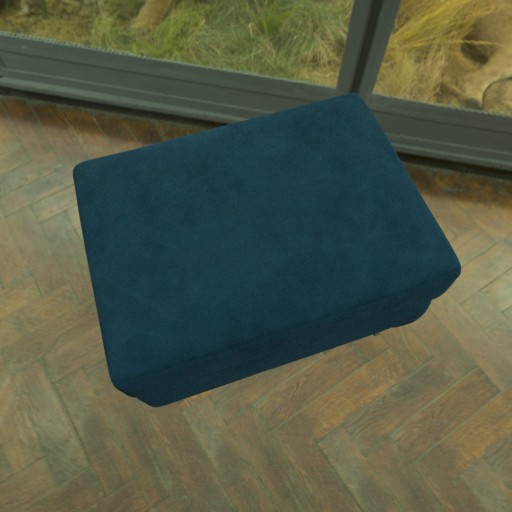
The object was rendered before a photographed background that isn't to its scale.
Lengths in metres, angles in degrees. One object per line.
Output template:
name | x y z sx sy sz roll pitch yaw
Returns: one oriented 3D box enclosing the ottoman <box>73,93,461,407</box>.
ottoman | 0.000 0.000 1.175 0.773 0.503 0.572 -17 65 -8
